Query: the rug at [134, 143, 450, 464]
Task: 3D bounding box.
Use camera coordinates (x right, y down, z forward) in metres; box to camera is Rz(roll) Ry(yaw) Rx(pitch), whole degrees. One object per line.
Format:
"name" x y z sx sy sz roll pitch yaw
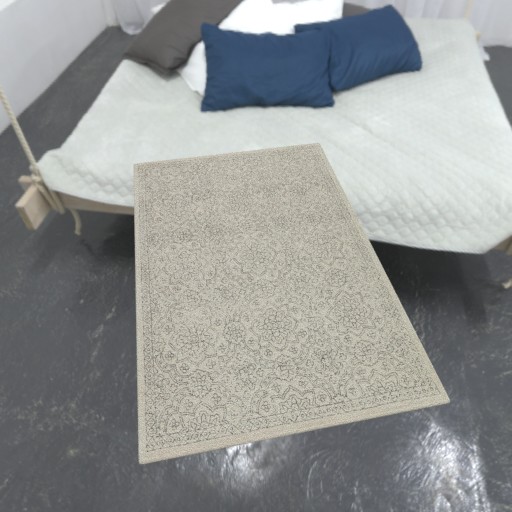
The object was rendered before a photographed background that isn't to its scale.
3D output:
"rug" 0.000 0.000 2.847 1.524 0.011 2.286 -8 49 -7
